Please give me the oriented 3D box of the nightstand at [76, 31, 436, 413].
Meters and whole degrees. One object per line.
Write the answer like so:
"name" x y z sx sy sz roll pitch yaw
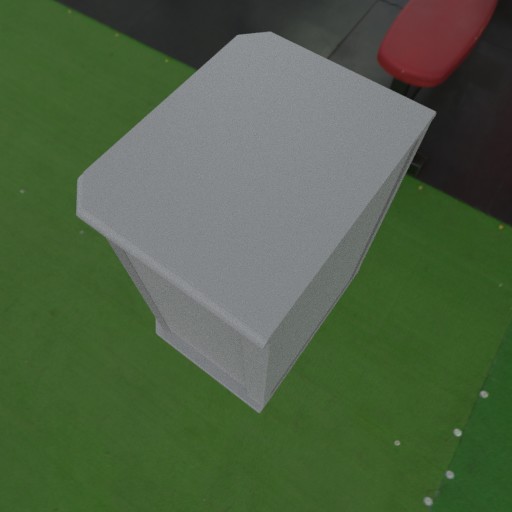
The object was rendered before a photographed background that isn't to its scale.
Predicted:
"nightstand" 0.000 0.000 0.929 0.350 0.680 0.450 33 68 15
